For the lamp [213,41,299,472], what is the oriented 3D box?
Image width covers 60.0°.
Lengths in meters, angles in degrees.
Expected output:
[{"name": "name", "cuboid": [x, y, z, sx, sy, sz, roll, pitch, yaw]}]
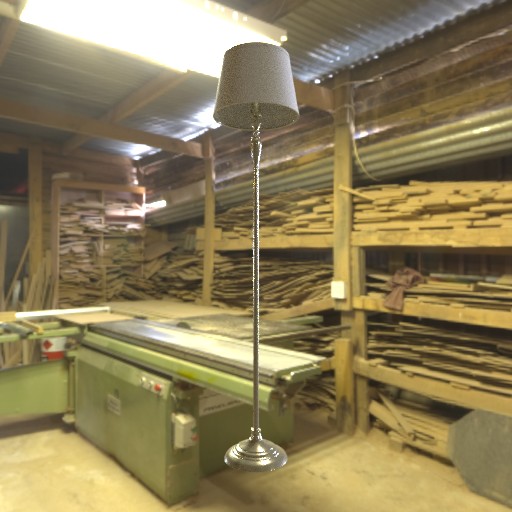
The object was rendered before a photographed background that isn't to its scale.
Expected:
[{"name": "lamp", "cuboid": [0.000, 0.000, 1.672, 0.327, 1.506, 0.327, 1, -1, -36]}]
